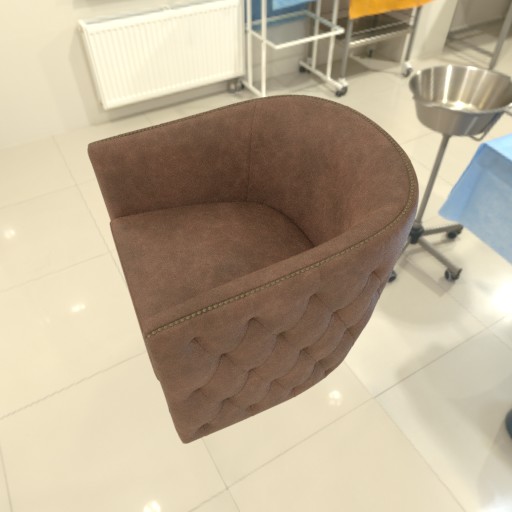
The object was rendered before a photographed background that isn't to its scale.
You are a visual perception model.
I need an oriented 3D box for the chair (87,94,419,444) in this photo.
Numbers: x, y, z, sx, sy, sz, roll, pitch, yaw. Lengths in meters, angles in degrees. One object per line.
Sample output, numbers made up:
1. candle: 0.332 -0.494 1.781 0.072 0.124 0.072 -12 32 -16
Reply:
1. chair: 0.000 0.000 1.528 0.870 0.790 0.850 -17 49 -16
